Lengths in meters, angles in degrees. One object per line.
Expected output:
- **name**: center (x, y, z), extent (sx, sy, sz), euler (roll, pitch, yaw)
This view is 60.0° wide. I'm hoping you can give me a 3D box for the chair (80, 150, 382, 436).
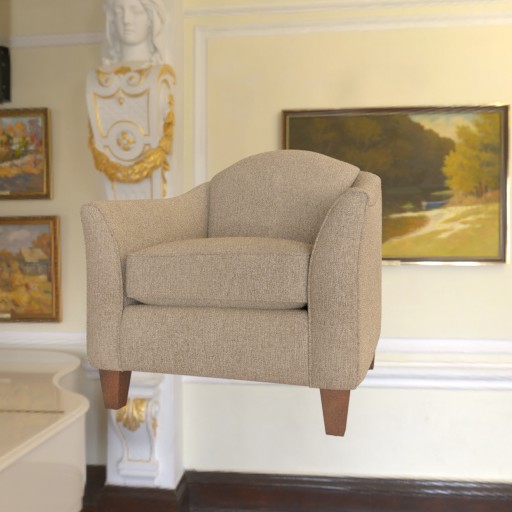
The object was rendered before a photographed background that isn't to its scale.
- **chair**: center (0.000, 0.000, 1.430), extent (0.763, 0.839, 0.787), euler (0, -1, 18)
